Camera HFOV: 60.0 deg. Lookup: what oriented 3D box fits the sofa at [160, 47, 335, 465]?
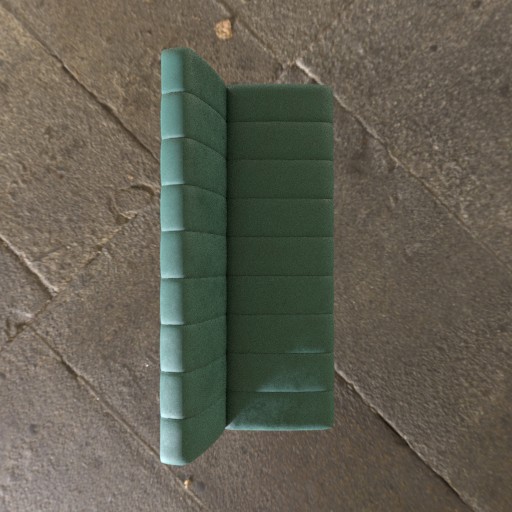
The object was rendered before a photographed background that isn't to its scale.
[{"bbox_3d":[0.000,0.000,2.291,0.830,0.820,1.810,0,89,0],"label":"sofa"}]
